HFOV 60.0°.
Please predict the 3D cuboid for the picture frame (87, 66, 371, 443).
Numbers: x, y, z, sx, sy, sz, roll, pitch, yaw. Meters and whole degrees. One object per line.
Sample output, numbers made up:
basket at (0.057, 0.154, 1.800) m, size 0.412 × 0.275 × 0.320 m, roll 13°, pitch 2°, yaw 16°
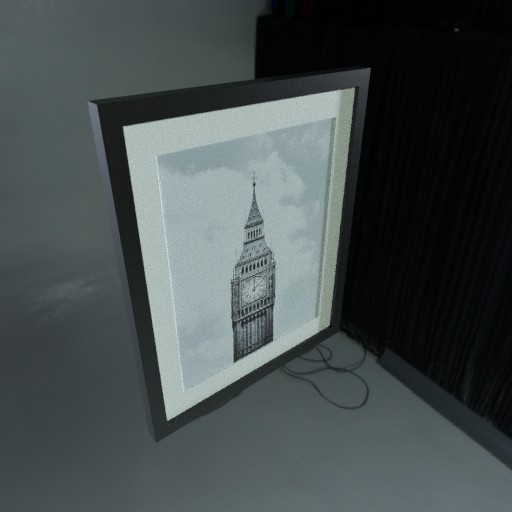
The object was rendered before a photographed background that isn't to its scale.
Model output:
picture frame at (0.000, 0.000, 0.749) m, size 0.460 × 0.556 × 0.028 m, roll -22°, pitch 37°, yaw -33°
